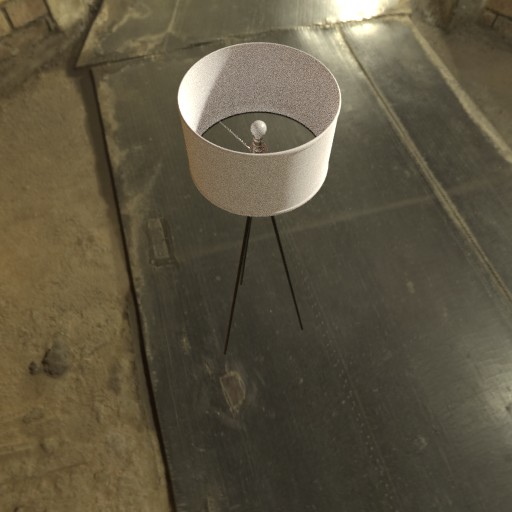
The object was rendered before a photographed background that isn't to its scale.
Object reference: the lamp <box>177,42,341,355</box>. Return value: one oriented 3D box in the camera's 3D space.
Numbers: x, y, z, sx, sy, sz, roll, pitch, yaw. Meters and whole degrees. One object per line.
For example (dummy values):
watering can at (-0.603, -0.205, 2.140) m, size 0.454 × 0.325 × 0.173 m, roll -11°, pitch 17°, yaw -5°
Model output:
lamp at (0.000, 0.000, 1.761) m, size 0.448 × 1.545 × 0.458 m, roll 31°, pitch 65°, yaw 17°
